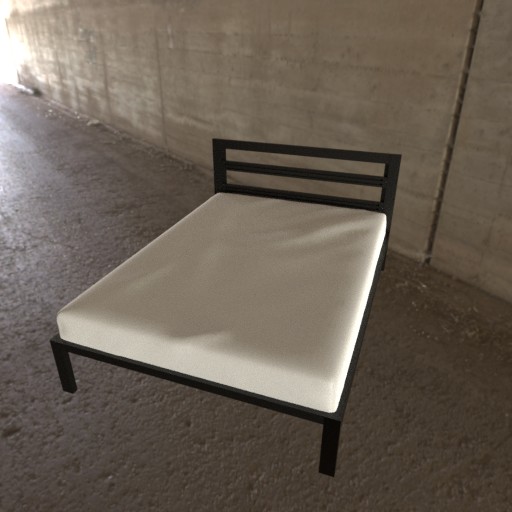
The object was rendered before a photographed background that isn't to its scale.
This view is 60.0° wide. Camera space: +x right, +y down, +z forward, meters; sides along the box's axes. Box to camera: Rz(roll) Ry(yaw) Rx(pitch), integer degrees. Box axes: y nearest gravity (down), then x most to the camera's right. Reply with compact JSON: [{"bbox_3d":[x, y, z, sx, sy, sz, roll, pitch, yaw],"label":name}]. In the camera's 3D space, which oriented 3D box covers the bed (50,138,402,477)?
[{"bbox_3d":[0.000,0.000,2.867,1.524,0.967,2.062,10,29,18],"label":"bed"}]
